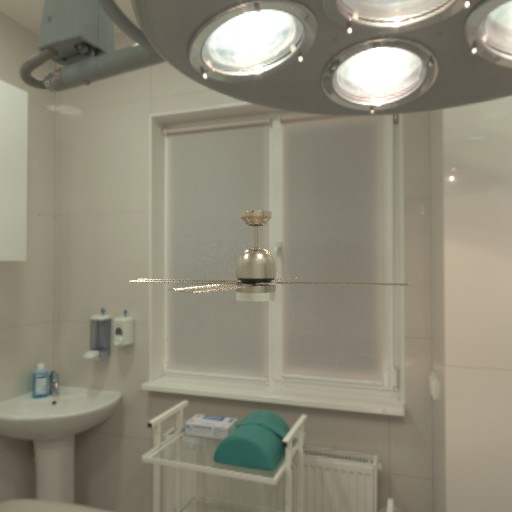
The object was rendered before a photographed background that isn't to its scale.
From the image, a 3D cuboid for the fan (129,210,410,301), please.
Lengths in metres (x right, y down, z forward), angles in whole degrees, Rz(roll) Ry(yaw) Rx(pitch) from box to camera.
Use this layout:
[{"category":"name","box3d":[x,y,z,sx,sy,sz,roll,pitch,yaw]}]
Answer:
[{"category":"fan","box3d":[0.000,0.000,2.055,1.346,0.406,1.346,0,-1,19]}]
